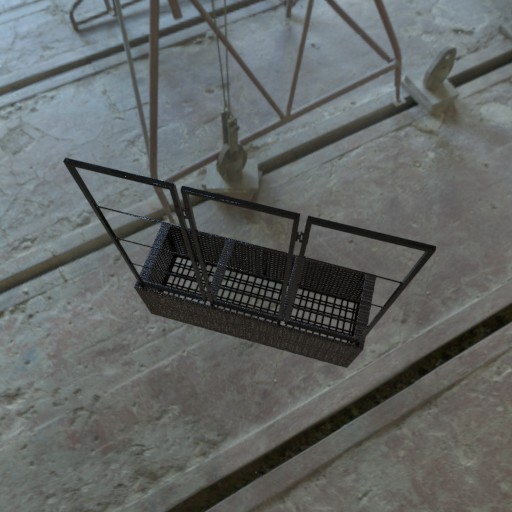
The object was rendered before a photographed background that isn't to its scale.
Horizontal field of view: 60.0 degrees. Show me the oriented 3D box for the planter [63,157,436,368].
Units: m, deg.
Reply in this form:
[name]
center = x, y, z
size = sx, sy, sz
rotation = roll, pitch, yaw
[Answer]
[planter]
center = 0.000, 0.000, 1.186
size = 0.699, 0.841, 0.244
rotation = 14, 65, 7
